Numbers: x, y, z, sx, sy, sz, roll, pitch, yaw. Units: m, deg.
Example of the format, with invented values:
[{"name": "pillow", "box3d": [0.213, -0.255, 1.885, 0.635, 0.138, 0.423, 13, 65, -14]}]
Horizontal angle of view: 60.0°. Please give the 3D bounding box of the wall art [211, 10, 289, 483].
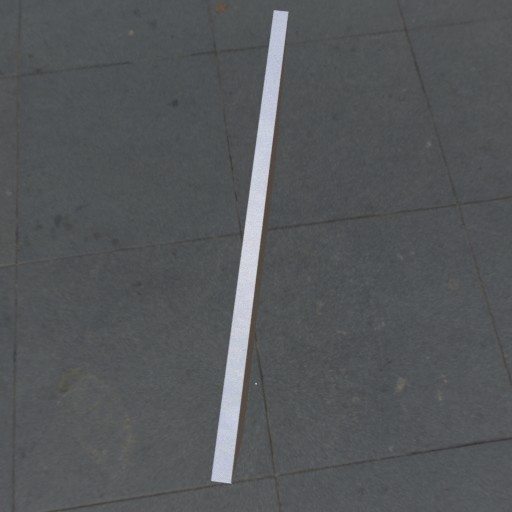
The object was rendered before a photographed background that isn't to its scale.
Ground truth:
[{"name": "wall art", "box3d": [0.000, 0.000, 1.387, 0.041, 0.762, 1.145, 7, 74, 2]}]
